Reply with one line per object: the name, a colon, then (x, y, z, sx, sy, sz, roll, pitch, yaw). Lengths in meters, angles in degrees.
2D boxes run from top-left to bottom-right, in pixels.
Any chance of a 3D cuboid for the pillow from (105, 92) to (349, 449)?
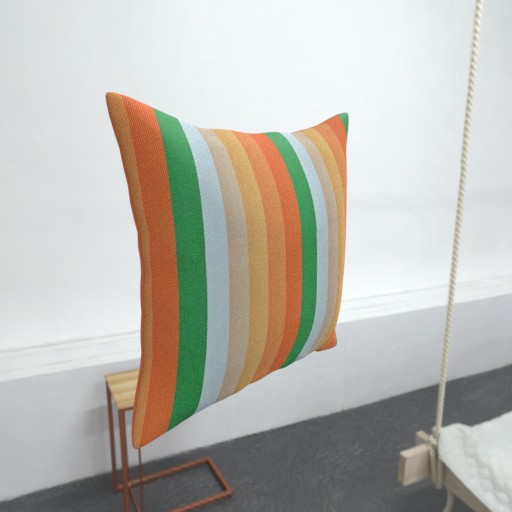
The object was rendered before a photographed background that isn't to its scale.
pillow: (0.000, 0.000, 0.682, 0.453, 0.444, 0.169, -13, 19, -43)
